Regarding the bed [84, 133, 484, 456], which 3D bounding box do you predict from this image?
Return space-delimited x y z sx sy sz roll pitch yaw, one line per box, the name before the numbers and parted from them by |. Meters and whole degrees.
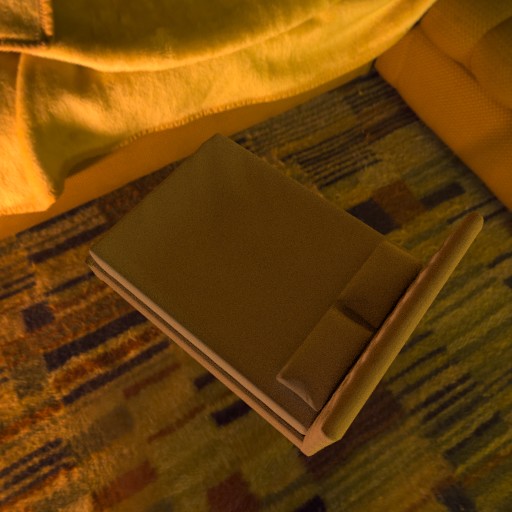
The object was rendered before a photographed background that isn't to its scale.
bed | 0.000 0.000 3.437 2.387 1.427 1.698 36 69 16
